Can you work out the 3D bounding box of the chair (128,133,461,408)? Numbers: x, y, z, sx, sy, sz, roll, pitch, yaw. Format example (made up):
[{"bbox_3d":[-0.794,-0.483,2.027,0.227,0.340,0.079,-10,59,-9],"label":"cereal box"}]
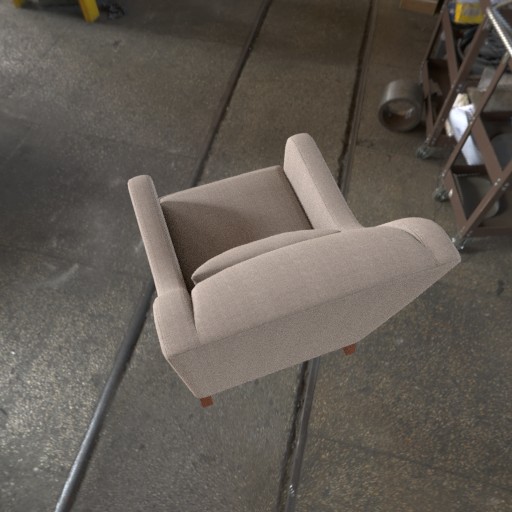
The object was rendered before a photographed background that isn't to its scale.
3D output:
[{"bbox_3d":[0.000,0.000,1.577,0.715,1.017,0.890,-17,60,-10],"label":"chair"}]
